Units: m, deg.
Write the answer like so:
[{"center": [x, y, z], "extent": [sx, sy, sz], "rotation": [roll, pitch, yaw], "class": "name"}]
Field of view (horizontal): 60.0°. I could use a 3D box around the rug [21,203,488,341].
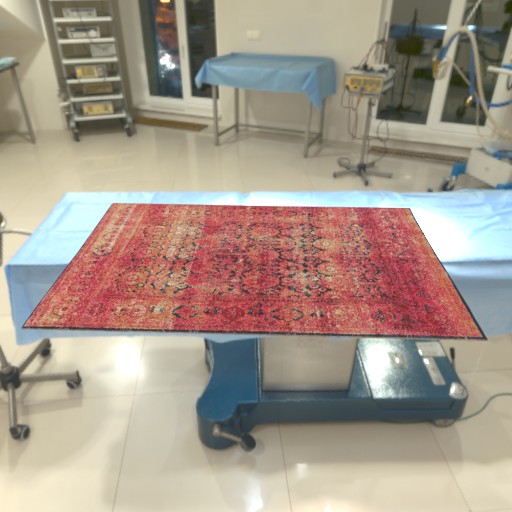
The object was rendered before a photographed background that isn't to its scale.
[{"center": [0.000, 0.000, 2.969], "extent": [2.449, 0.018, 1.539], "rotation": [1, 32, 2], "class": "rug"}]
